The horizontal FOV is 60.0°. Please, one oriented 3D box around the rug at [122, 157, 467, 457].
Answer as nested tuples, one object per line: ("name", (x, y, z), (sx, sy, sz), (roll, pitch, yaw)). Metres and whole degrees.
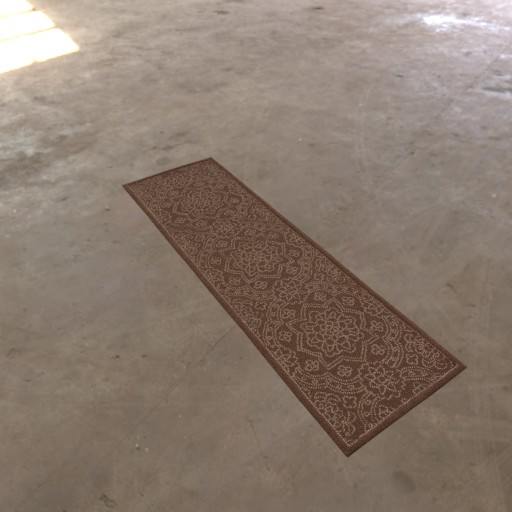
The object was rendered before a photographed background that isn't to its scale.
("rug", (0.000, 0.000, 2.699), (0.769, 0.012, 2.448), (-24, 47, -25))
